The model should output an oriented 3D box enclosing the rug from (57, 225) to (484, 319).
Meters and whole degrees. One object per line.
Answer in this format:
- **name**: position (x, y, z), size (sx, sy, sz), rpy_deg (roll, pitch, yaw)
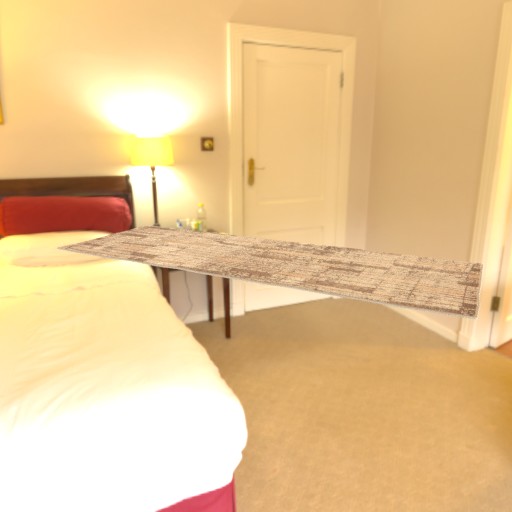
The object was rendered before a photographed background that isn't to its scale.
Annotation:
- **rug**: position (0.000, 0.000, 2.605), size (2.383, 0.018, 0.857), rpy_deg (8, 17, 27)
